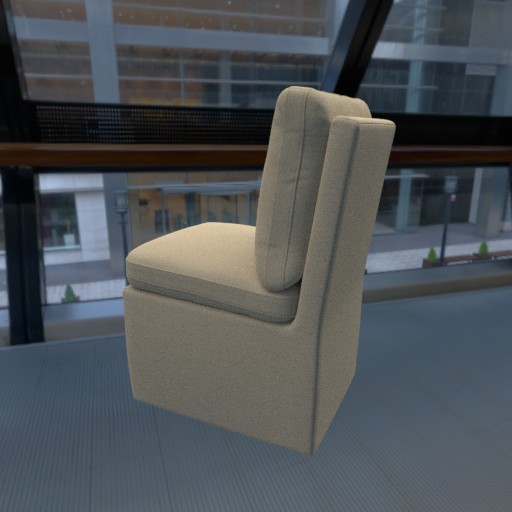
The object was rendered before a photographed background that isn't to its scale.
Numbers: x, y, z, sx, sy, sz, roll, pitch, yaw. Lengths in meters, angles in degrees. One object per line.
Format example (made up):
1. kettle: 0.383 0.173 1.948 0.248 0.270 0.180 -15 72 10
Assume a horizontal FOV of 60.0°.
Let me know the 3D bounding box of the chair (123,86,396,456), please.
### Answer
1. chair: 0.000 0.000 1.358 0.698 0.927 0.503 8 18 25
